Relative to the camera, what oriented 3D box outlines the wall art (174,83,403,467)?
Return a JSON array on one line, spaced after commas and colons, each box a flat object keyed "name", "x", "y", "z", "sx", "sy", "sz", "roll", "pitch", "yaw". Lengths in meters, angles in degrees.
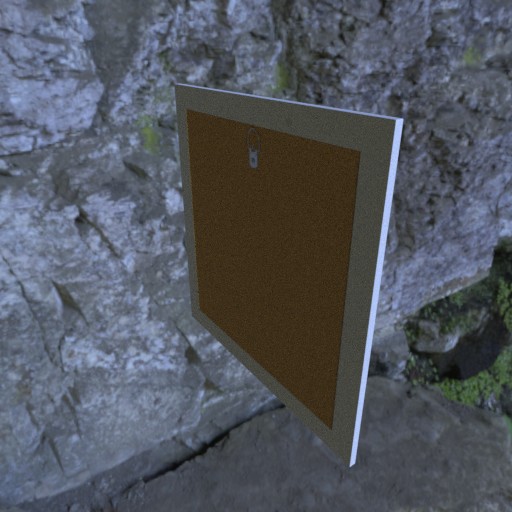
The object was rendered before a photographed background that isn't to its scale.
[{"name": "wall art", "x": 0.000, "y": 0.000, "z": 0.847, "sx": 0.015, "sy": 0.577, "sz": 0.572, "roll": -17, "pitch": 31, "yaw": -31}]
